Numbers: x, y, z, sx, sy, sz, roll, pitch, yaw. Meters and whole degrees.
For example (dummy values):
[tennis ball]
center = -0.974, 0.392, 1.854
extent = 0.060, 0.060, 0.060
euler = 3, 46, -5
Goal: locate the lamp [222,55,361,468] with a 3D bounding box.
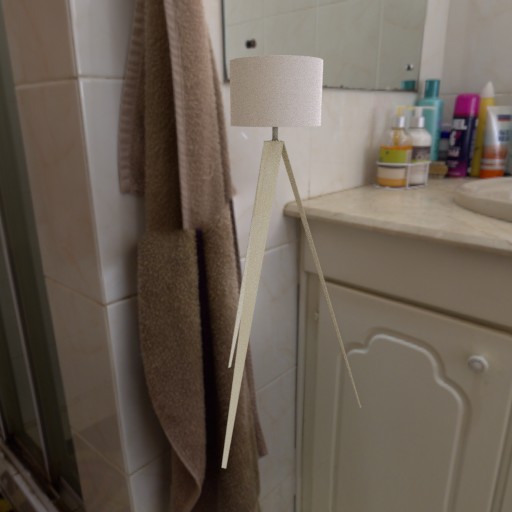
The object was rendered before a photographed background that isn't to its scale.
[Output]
[lamp]
center = 0.000, 0.000, 1.885
extent = 0.716, 1.524, 0.724
euler = 17, 24, 42
